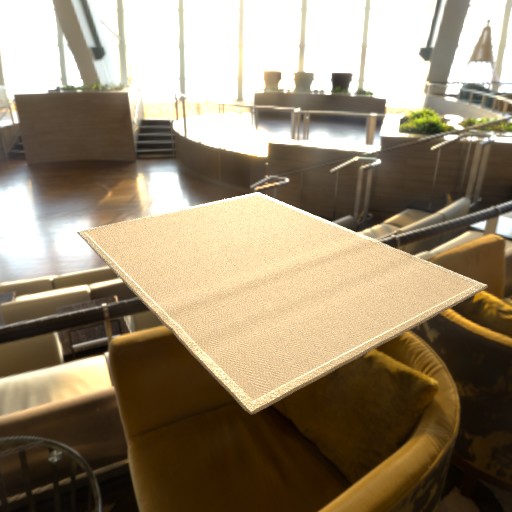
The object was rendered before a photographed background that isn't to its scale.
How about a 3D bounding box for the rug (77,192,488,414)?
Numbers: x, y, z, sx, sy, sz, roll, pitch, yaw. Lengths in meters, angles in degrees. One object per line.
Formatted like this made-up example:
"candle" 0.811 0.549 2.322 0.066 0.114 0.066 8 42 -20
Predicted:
"rug" 0.000 0.000 4.767 2.734 0.037 3.659 -17 30 -32
